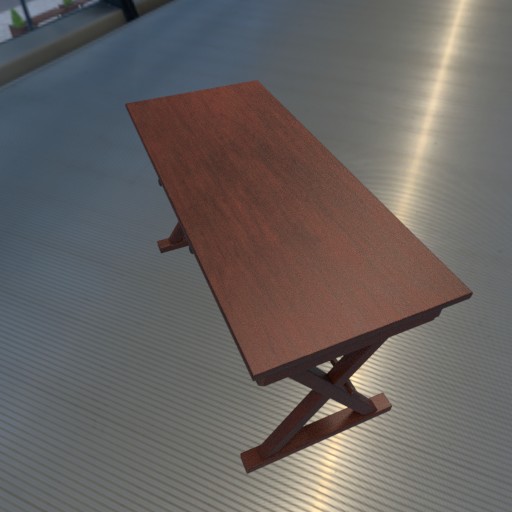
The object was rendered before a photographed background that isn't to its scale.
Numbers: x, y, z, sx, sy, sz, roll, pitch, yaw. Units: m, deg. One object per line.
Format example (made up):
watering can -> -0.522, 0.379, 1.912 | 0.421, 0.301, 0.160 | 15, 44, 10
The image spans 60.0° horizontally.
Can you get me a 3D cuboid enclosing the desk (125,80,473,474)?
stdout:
desk -> 0.000, 0.000, 1.739 | 0.600, 0.761, 1.372 | -17, 47, -16
